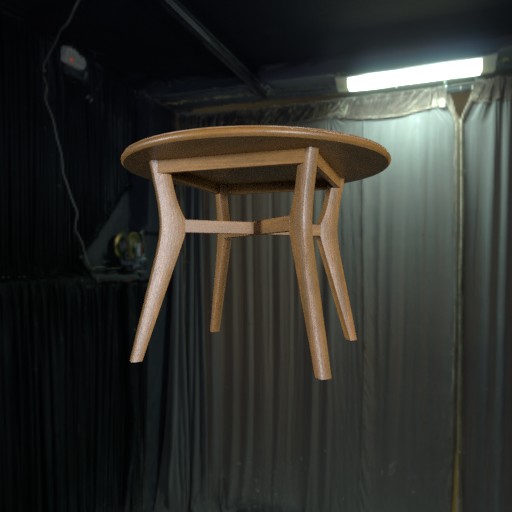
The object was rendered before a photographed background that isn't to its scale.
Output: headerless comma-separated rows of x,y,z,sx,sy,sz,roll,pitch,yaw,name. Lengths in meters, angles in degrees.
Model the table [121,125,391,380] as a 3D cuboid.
0.000,0.000,1.807,1.055,0.757,1.055,0,0,0,table
